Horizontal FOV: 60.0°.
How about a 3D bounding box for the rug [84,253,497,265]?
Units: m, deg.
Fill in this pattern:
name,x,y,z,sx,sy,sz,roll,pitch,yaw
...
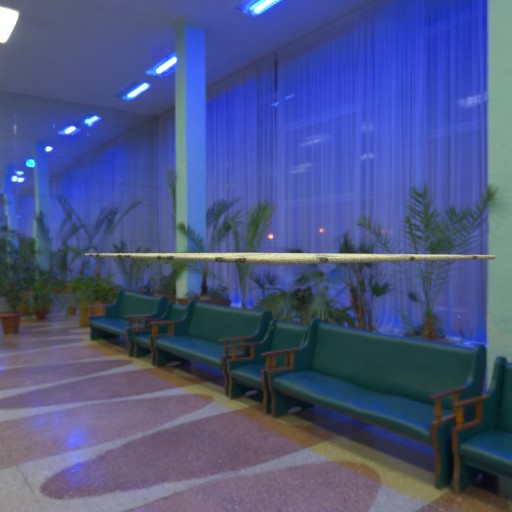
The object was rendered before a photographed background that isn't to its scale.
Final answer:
name,x,y,z,sx,sy,sz,roll,pitch,yaw
rug,0.000,0.000,3.350,1.801,0.026,2.701,-1,1,-36
